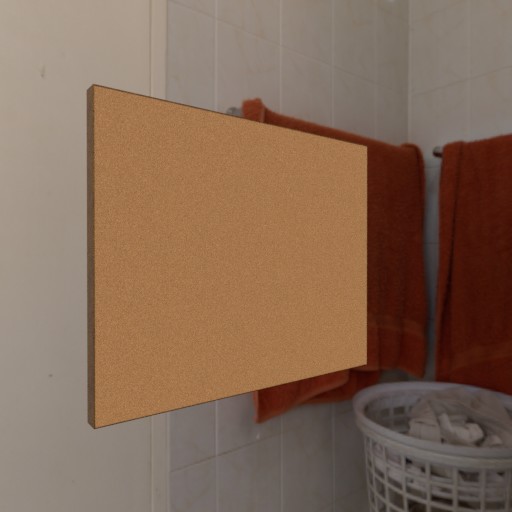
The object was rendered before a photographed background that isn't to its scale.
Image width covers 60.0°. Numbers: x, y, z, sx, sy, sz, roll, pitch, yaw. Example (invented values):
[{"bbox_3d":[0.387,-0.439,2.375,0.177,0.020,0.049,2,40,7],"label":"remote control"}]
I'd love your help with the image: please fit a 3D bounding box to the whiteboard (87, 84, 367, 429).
[{"bbox_3d":[0.000,0.000,0.768,0.561,0.457,0.029,0,1,-37],"label":"whiteboard"}]
